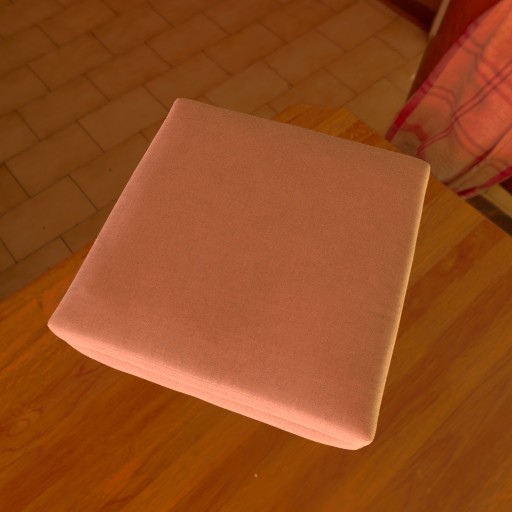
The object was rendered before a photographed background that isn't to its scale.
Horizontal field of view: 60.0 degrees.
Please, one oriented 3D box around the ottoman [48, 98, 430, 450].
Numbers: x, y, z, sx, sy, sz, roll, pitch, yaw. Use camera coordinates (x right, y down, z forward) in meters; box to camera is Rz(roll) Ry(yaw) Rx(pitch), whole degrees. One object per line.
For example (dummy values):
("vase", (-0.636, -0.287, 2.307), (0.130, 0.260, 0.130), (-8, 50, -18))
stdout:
("ottoman", (0.000, 0.000, 1.814), (1.203, 0.517, 1.171), (17, 65, 8))
